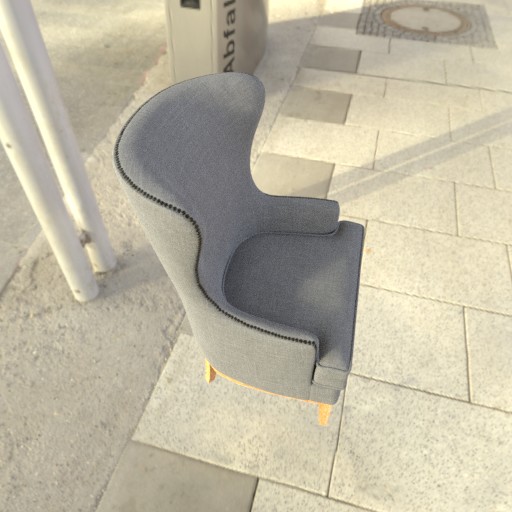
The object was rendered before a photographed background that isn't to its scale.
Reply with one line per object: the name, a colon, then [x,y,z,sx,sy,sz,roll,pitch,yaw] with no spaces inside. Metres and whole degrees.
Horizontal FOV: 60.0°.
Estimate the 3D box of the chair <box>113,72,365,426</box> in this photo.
chair: [0.000,0.000,1.847,0.883,1.176,0.864,10,47,9]
